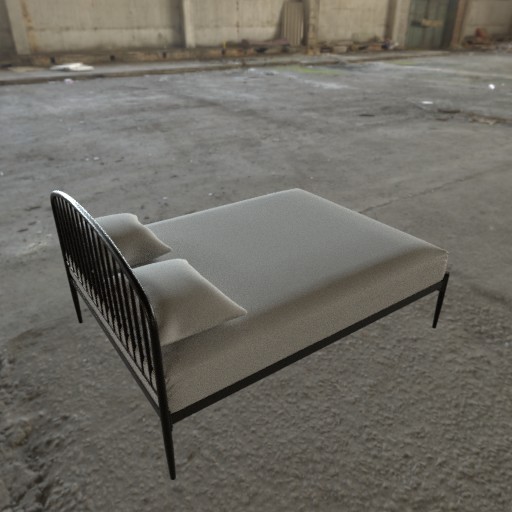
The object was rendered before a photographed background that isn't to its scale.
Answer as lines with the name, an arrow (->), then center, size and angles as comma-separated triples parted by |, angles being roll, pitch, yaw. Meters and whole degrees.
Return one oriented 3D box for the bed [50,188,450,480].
bed -> 0.000, 0.000, 3.036 | 2.159, 1.166, 1.618 | -18, 33, -31
